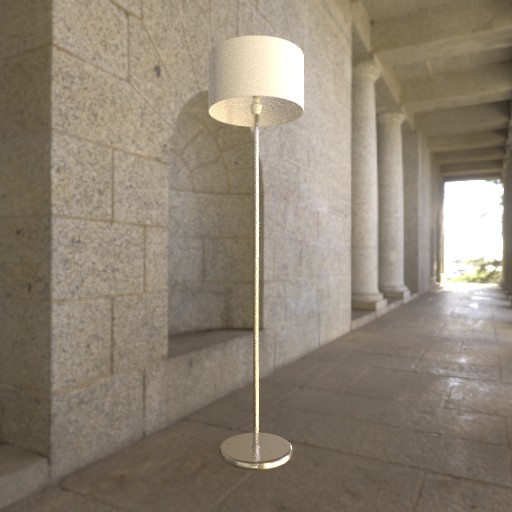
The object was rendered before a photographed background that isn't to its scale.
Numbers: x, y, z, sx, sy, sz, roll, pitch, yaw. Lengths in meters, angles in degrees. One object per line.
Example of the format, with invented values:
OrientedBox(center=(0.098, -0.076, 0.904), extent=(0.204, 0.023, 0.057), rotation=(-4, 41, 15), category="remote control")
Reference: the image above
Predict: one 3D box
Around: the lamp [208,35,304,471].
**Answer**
OrientedBox(center=(0.000, 0.000, 1.621), extent=(0.347, 1.443, 0.347), rotation=(0, 0, -2), category="lamp")
